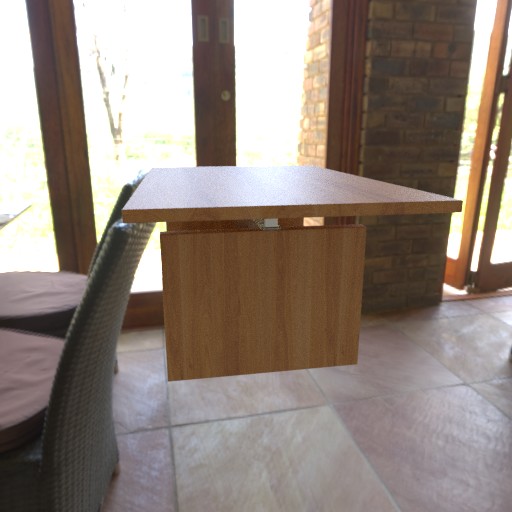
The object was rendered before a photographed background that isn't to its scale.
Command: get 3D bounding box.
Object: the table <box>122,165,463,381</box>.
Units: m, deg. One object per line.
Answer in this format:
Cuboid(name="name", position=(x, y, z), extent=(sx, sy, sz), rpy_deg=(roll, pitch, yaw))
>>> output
Cuboid(name="table", position=(0.000, 0.000, 1.470), extent=(0.700, 0.510, 1.100), rpy_deg=(-3, 16, -10))
